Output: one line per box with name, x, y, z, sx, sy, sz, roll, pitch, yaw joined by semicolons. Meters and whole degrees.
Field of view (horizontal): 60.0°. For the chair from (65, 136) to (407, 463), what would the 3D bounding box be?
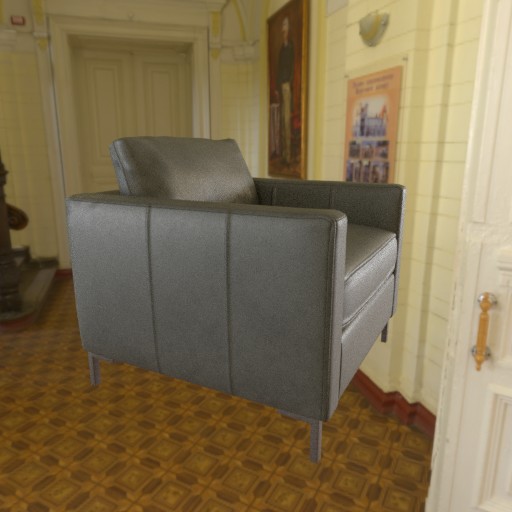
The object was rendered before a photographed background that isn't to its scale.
chair;0.000;0.000;1.506;0.861;0.824;0.967;7;16;27
